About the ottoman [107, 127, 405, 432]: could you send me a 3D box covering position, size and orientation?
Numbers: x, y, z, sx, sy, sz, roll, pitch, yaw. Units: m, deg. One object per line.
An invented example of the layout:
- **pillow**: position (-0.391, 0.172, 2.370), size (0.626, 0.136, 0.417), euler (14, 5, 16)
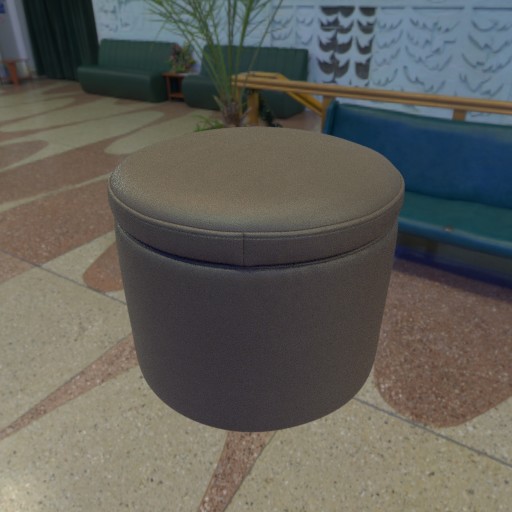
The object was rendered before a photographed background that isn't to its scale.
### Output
- **ottoman**: position (0.000, 0.000, 0.851), size (0.500, 0.409, 0.500), euler (0, 30, 0)
